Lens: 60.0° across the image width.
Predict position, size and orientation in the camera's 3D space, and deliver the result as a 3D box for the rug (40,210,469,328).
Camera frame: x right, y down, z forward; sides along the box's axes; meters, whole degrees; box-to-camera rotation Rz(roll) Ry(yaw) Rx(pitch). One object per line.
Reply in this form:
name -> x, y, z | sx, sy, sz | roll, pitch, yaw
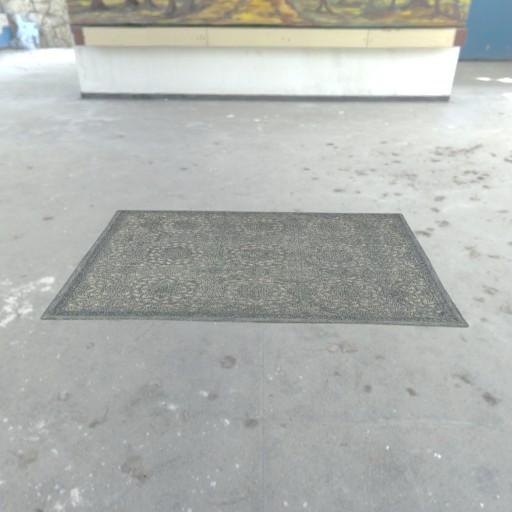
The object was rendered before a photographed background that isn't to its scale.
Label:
rug -> 0.000, 0.000, 3.225 | 2.498, 0.022, 1.535 | 1, 30, 1
